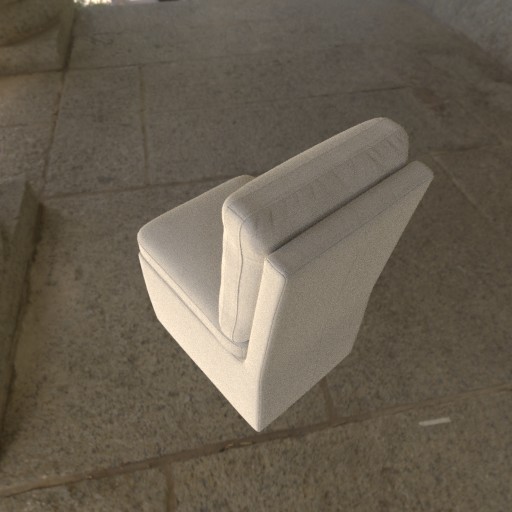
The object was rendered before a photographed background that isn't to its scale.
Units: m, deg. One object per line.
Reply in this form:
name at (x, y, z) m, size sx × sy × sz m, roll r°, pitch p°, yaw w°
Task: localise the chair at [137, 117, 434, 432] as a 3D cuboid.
chair at (0.000, 0.000, 1.351) m, size 0.503 × 0.927 × 0.698 m, roll -33°, pitch 55°, yaw -27°
